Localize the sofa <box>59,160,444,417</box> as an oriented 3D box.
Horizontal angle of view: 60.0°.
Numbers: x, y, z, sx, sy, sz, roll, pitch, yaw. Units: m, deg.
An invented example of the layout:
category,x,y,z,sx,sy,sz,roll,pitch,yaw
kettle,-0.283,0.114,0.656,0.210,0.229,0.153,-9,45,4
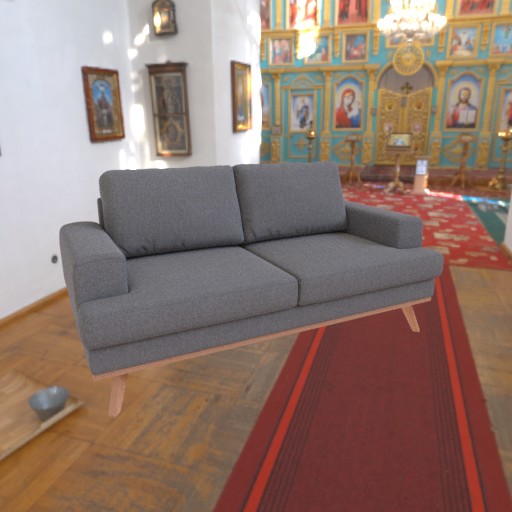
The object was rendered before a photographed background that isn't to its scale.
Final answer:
category,x,y,z,sx,sy,sz,roll,pitch,yaw
sofa,0.000,0.000,2.082,1.650,0.810,0.785,-8,18,-26
